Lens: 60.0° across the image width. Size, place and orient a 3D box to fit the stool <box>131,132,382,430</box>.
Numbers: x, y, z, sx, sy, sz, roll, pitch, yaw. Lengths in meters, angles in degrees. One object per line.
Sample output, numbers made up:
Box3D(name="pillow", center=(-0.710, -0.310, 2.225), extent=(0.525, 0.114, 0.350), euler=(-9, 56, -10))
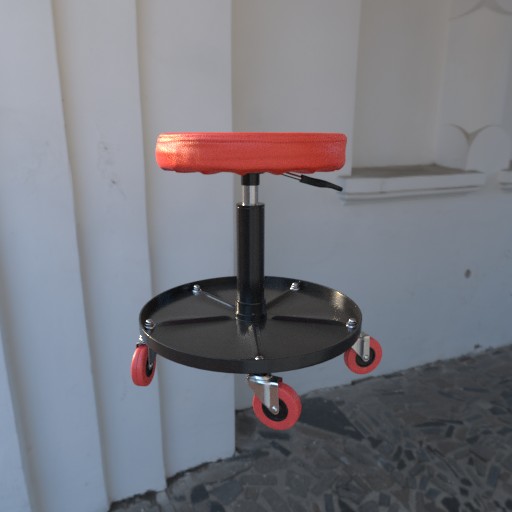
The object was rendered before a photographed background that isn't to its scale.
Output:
Box3D(name="stool", center=(0.000, 0.000, 0.684), extent=(0.382, 0.365, 0.381), euler=(-2, 15, -9))
